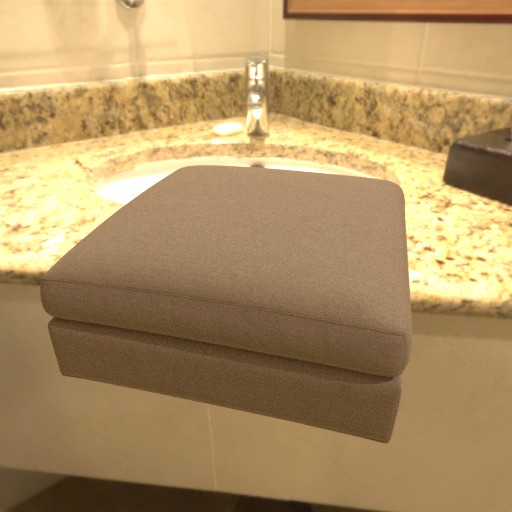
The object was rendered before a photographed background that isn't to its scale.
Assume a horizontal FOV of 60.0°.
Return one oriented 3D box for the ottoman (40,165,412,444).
[{"bbox_3d":[0.000,0.000,1.615,1.041,0.470,1.041,7,30,13],"label":"ottoman"}]
